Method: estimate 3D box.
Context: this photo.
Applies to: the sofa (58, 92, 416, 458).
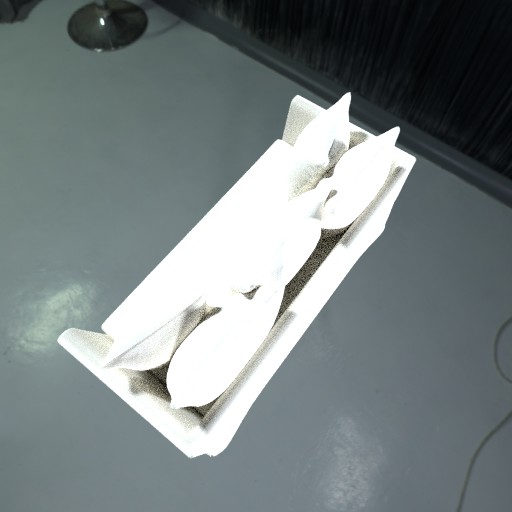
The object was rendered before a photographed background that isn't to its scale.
[{"bbox_3d":[0.000,0.000,2.858,1.031,1.034,2.290,34,68,16],"label":"sofa"}]
